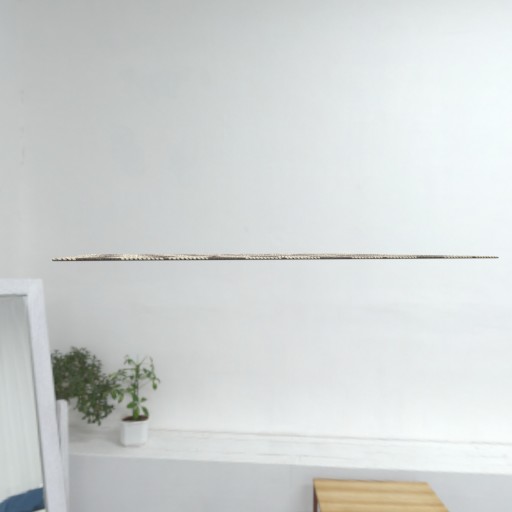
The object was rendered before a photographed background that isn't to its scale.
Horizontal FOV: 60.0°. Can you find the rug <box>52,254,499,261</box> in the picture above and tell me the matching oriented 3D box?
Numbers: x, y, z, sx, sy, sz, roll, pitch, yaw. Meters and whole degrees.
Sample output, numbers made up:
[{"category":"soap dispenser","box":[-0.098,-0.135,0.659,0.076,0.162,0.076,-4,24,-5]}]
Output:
[{"category":"rug","box":[0.000,0.000,4.005,3.048,0.016,2.438,0,1,-17]}]
